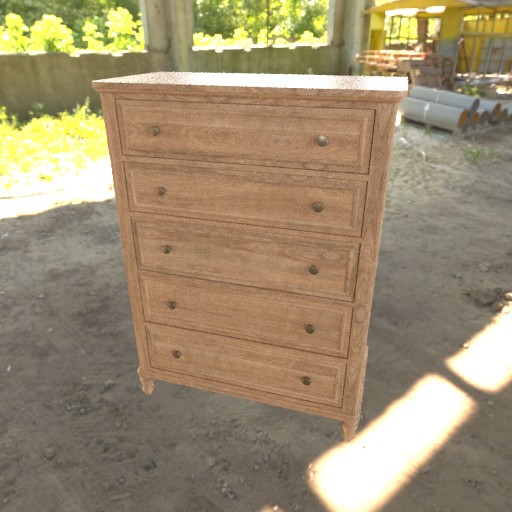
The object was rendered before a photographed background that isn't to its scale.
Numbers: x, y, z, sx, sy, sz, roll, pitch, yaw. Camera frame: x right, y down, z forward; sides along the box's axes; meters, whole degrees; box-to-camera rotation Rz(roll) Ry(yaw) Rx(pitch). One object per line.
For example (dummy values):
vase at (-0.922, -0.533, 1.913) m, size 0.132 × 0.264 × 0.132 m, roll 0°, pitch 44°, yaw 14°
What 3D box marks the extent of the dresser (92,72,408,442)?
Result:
dresser at (0.000, 0.000, 1.774) m, size 0.973 × 1.318 × 0.484 m, roll 8°, pitch 27°, yaw 15°
